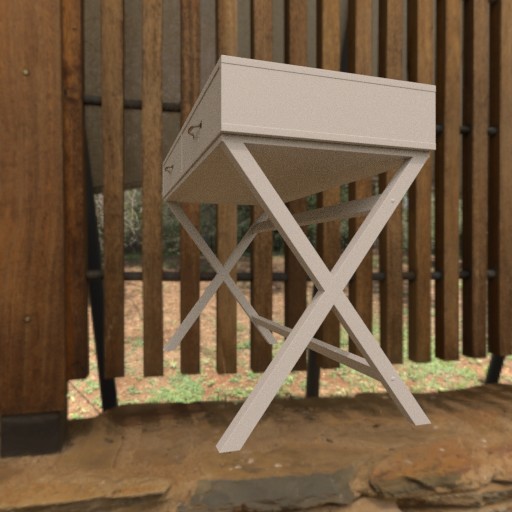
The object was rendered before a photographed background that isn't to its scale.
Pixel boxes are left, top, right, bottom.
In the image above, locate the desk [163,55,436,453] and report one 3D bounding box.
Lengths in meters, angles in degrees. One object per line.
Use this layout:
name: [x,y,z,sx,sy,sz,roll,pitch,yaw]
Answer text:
desk: [0.000,0.000,1.437,0.525,0.780,1.057,0,0,-18]
